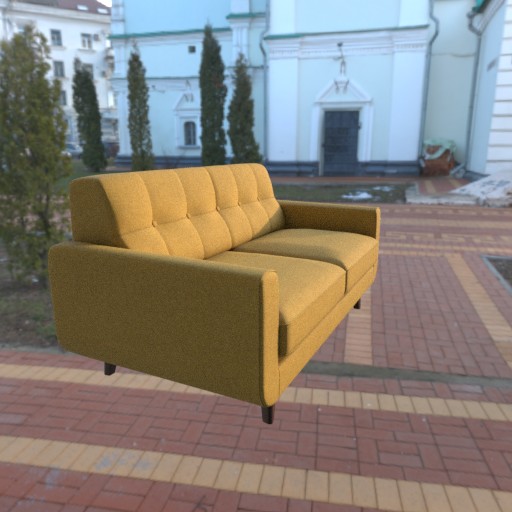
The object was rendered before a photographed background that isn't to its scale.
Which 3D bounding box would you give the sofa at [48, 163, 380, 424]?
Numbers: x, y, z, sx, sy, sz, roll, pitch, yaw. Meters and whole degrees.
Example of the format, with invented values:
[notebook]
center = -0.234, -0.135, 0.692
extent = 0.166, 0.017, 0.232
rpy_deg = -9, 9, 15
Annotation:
[sofa]
center = 0.000, 0.000, 2.155
extent = 0.909, 0.841, 1.631
rpy_deg = 7, 16, 26
